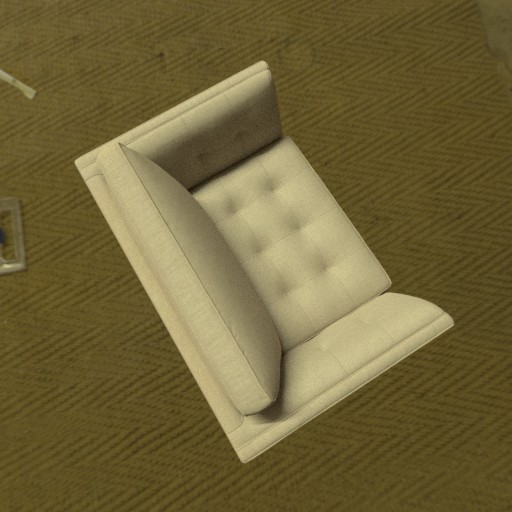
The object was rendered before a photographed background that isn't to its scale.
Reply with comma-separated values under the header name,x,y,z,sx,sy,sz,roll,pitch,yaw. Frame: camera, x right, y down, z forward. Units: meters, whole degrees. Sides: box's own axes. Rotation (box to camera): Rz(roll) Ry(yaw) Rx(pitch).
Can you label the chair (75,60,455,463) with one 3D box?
name,x,y,z,sx,sy,sz,roll,pitch,yaw
chair,0.000,0.000,2.070,0.965,0.940,1.397,-31,77,-8
